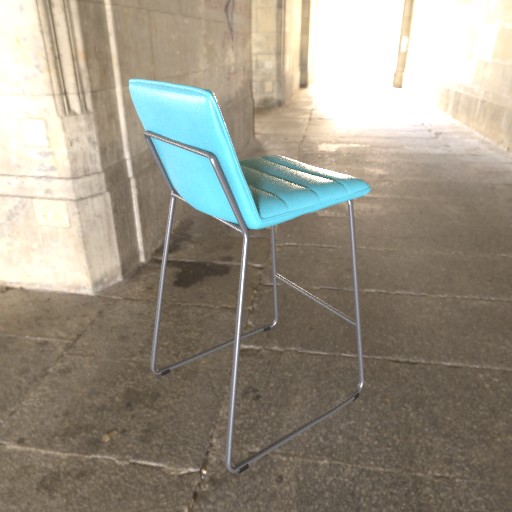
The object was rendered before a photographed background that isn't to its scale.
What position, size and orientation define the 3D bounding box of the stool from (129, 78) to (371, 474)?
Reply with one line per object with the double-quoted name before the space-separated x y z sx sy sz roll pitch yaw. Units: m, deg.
"stool" 0.000 0.000 1.248 0.524 0.936 0.489 -17 31 -32
